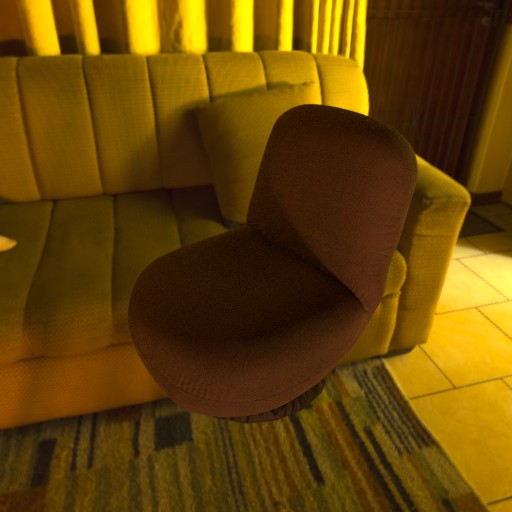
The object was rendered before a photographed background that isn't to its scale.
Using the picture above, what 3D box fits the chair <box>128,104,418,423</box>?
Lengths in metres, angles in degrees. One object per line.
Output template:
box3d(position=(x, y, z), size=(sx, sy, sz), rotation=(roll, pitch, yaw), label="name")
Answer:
box3d(position=(0.000, 0.000, 1.017), size=(0.597, 0.594, 0.521), rotation=(-20, 37, -30), label="chair")
